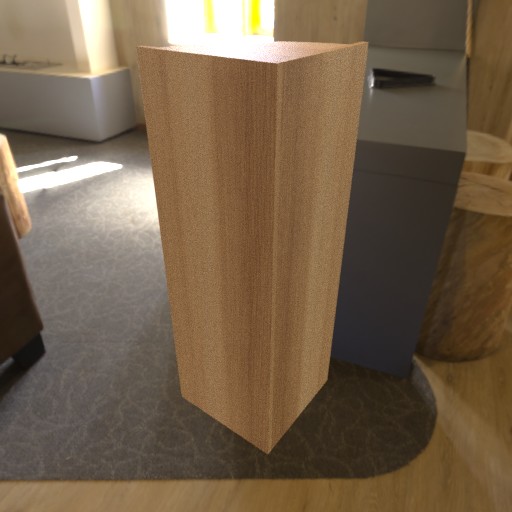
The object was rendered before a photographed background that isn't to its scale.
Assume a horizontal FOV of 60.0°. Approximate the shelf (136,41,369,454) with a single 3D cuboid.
[{"bbox_3d":[0.000,0.000,1.005,0.290,0.872,0.290,22,38,31],"label":"shelf"}]
